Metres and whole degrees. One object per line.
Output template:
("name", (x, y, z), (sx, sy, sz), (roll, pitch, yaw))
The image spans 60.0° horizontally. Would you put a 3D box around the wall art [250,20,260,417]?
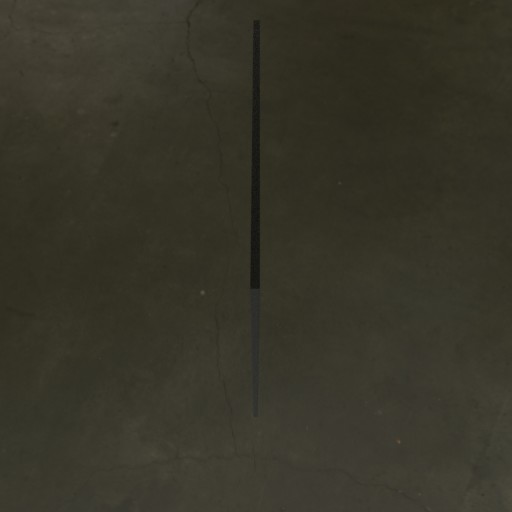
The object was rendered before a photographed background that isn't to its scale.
("wall art", (0.000, 0.000, 0.691), (0.008, 0.530, 0.379), (0, 59, 0))
